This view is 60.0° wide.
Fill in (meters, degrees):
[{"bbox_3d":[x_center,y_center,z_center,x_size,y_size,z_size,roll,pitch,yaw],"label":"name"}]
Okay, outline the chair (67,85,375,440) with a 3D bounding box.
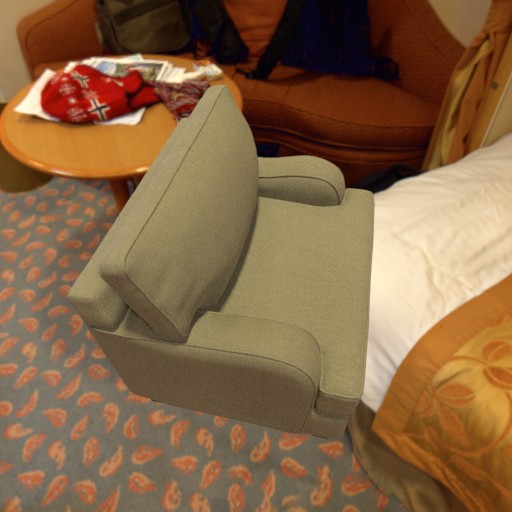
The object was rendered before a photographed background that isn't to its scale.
[{"bbox_3d":[0.000,0.000,2.004,1.041,1.016,1.220,9,47,8],"label":"chair"}]
